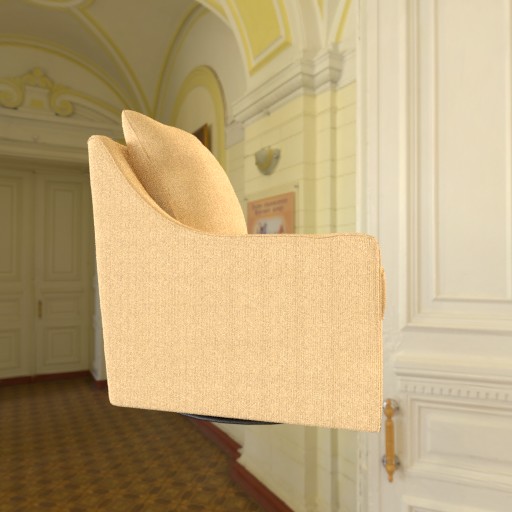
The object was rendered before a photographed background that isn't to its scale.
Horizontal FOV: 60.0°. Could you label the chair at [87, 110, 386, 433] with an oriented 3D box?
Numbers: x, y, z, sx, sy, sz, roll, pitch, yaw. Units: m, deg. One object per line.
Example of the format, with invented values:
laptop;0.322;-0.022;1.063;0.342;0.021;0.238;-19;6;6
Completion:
chair;0.000;0.000;1.561;0.876;0.927;0.760;0;0;16
